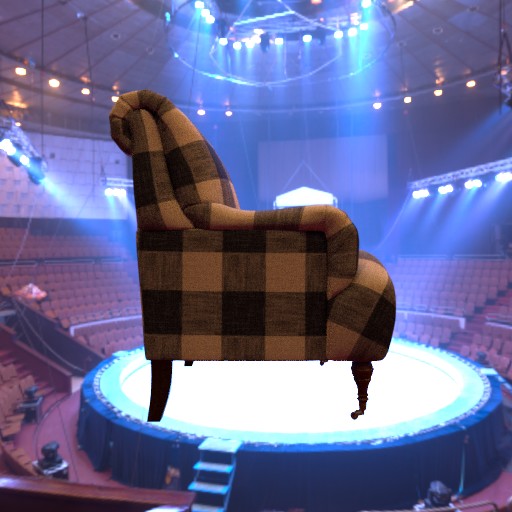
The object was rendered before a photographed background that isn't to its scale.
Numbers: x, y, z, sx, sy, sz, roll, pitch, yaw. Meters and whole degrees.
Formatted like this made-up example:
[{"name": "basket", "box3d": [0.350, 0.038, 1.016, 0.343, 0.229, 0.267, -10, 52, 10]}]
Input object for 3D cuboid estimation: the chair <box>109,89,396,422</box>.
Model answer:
[{"name": "chair", "box3d": [0.000, 0.000, 1.609, 0.848, 0.953, 0.781, 0, 0, 0]}]
